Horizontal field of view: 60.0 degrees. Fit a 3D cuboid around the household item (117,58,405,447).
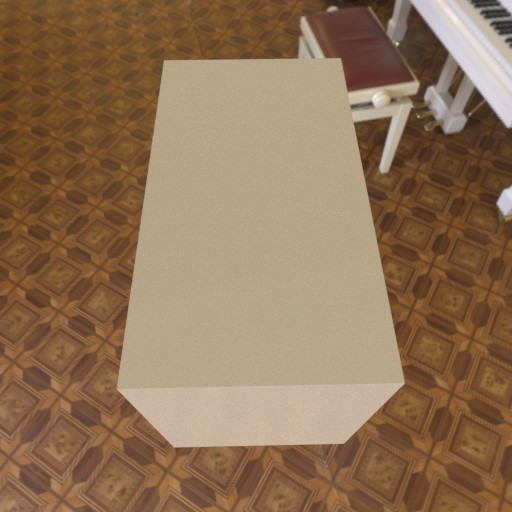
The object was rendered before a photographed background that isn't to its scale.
[{"bbox_3d":[0.000,0.000,1.525,0.597,0.749,1.100,-1,58,-1],"label":"household item"}]
